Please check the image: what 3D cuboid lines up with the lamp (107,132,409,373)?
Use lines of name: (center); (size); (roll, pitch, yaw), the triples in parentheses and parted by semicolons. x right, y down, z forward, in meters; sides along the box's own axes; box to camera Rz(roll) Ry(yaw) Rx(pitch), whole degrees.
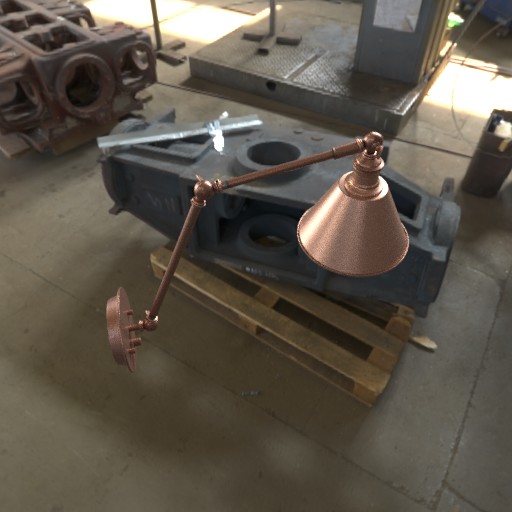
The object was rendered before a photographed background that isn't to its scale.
lamp: (0.000, 0.000, 0.882); (0.624, 0.502, 0.223); (-10, 47, -9)
